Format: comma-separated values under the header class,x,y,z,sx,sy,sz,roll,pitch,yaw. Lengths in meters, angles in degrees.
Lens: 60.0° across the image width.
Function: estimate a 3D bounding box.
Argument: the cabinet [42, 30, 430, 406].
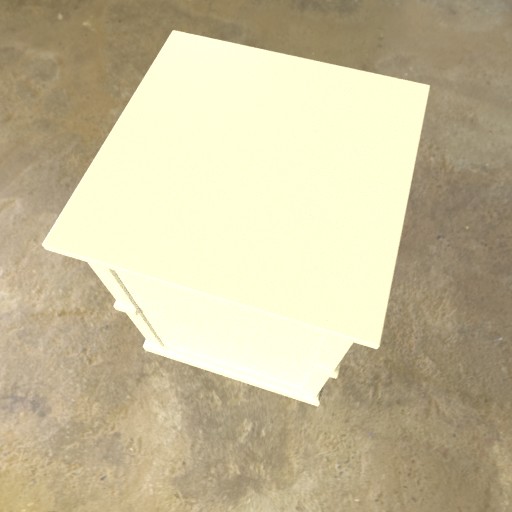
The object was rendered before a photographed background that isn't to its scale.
class,x,y,z,sx,sy,sz,roll,pitch,yaw
cabinet,0.000,0.000,1.132,0.544,0.775,0.547,16,64,8
